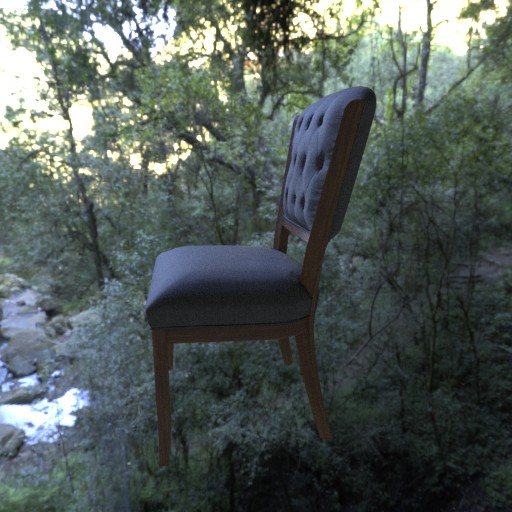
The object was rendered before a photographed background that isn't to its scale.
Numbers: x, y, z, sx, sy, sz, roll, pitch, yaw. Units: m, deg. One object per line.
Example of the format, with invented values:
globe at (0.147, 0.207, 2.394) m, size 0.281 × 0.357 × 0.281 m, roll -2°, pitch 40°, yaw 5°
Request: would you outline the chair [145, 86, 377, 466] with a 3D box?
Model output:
chair at (0.000, 0.000, 1.257) m, size 0.584 × 0.905 × 0.513 m, roll -2°, pitch 14°, yaw -9°
